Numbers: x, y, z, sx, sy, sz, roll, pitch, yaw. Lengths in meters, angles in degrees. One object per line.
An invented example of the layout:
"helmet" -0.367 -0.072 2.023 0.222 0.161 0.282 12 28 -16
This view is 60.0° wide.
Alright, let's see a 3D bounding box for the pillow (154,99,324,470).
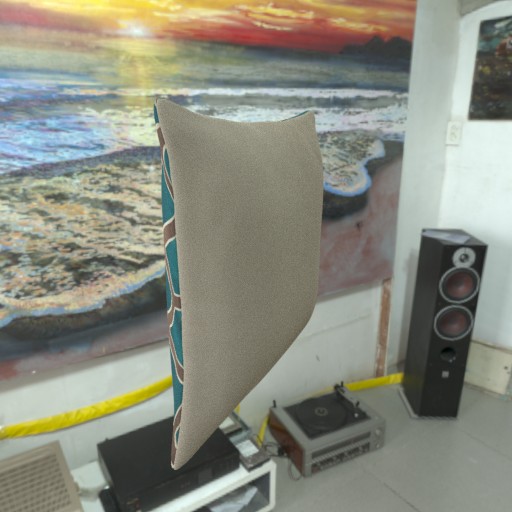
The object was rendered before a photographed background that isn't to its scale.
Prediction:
"pillow" 0.000 0.000 0.790 0.166 0.507 0.526 8 19 25
